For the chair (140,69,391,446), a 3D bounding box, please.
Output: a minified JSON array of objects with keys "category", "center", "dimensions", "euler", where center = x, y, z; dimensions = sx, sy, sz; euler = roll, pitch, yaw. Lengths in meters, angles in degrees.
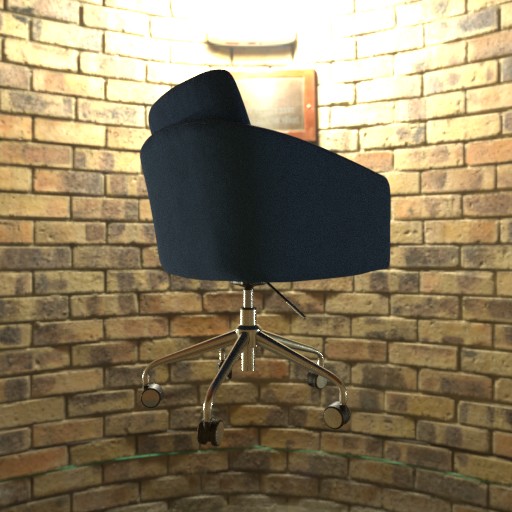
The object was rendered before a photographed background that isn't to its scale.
[{"category":"chair","center":[0.000,0.000,1.365],"dimensions":[0.635,0.908,0.641],"euler":[0,0,-37]}]
